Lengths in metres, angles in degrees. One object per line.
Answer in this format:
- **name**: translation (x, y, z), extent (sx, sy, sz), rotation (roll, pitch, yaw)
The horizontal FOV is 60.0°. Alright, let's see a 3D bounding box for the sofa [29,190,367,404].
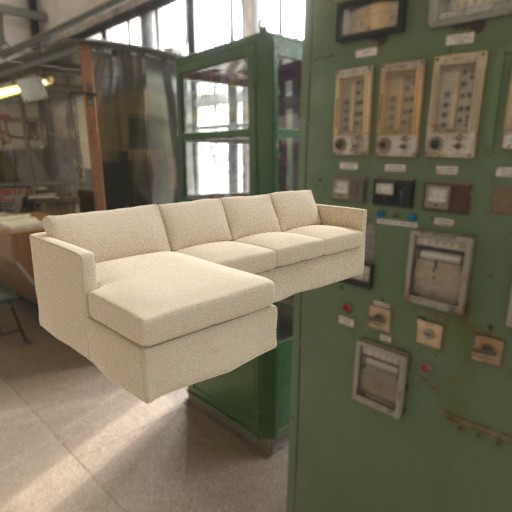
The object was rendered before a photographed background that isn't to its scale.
- **sofa**: translation (0.000, 0.000, 3.864), extent (3.205, 0.922, 1.650), rotation (-12, 18, -43)
